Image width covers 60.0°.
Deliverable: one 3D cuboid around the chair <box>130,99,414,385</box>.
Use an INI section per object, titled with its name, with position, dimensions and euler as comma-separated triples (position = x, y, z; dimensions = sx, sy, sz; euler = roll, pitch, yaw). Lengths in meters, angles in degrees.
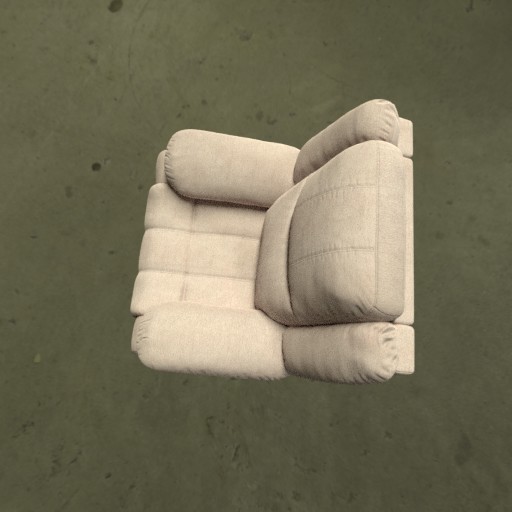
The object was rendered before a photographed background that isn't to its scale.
[chair]
position = 0.000, 0.000, 1.676
dimensions = 0.944, 1.008, 0.899
euler = 5, 75, 1
